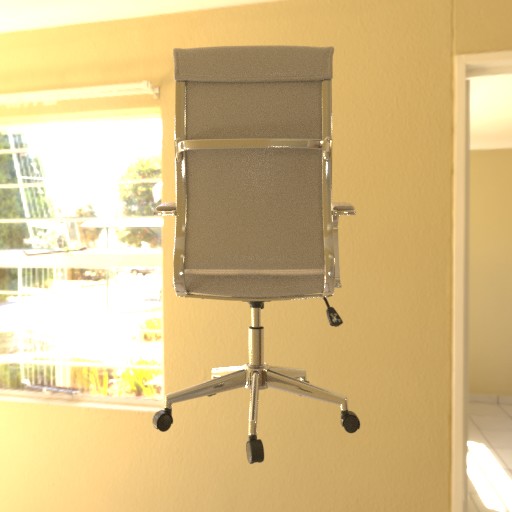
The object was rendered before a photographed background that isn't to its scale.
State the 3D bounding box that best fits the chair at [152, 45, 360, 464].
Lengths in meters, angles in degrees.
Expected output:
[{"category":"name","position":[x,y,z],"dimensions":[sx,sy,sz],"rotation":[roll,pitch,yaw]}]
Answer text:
[{"category":"chair","position":[0.000,0.000,1.516],"dimensions":[0.679,1.149,0.667],"rotation":[0,0,2]}]
